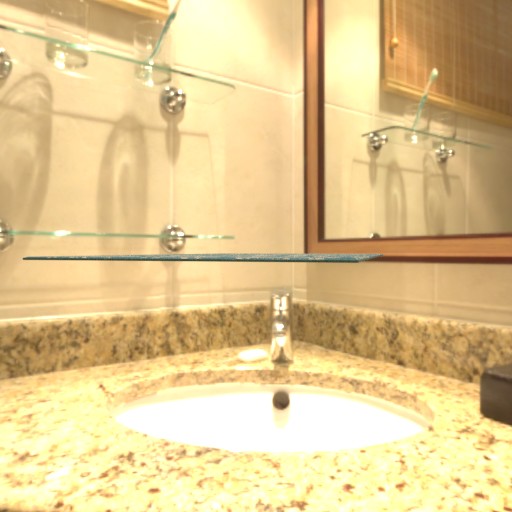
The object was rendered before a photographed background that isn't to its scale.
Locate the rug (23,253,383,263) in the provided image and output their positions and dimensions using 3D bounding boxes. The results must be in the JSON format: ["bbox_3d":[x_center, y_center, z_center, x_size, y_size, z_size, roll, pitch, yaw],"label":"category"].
[{"bbox_3d":[0.000,0.000,2.312,1.211,0.012,1.833,0,1,18],"label":"rug"}]
